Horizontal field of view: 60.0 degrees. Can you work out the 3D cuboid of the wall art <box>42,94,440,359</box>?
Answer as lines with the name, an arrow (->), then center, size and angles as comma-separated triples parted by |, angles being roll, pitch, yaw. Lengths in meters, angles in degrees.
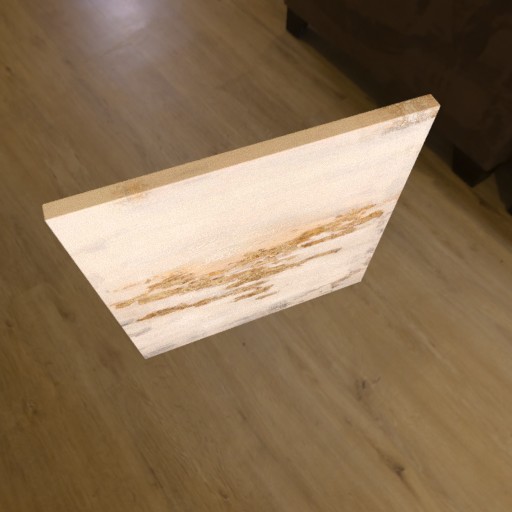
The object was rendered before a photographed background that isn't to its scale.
wall art -> 0.000, 0.000, 1.126 | 0.753, 0.755, 0.038 | -18, 62, -10
